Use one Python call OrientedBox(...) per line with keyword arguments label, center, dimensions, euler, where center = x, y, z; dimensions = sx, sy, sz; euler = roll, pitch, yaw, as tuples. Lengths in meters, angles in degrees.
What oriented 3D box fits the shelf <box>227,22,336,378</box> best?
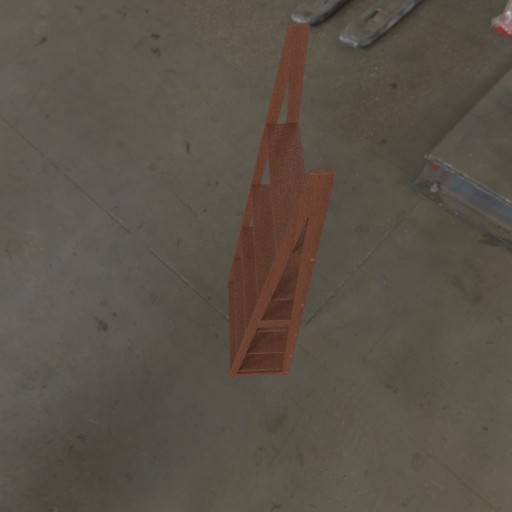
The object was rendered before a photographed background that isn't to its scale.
OrientedBox(label="shelf", center=(0.000, 0.000, 1.958), dimensions=(0.350, 1.770, 0.600), euler=(-2, 60, -1))
